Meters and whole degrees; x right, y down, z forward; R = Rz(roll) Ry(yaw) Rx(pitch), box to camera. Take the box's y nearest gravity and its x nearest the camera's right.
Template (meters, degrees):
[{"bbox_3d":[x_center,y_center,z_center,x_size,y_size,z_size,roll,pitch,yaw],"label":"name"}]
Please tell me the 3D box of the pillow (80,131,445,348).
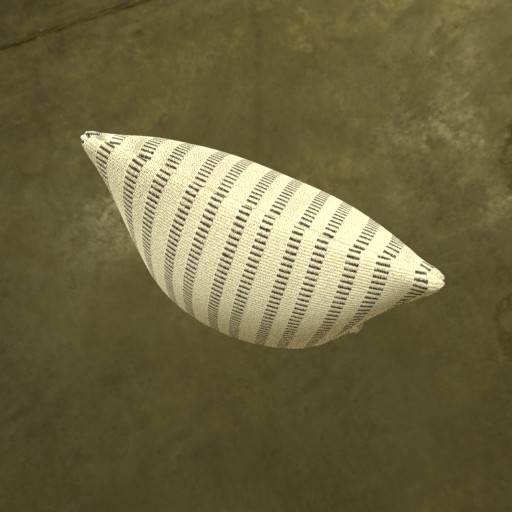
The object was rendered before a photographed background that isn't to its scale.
[{"bbox_3d":[0.000,0.000,0.678,0.438,0.419,0.247,23,76,6],"label":"pillow"}]
